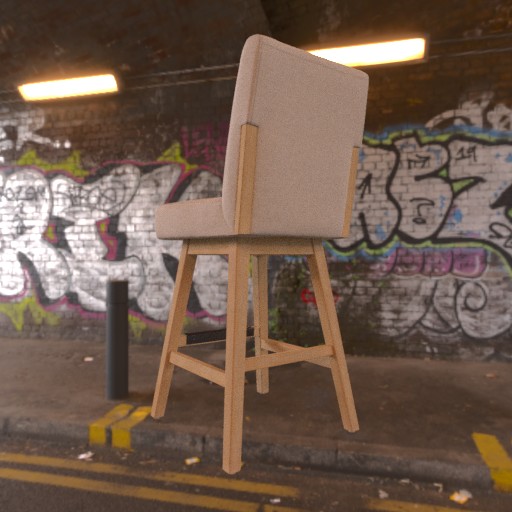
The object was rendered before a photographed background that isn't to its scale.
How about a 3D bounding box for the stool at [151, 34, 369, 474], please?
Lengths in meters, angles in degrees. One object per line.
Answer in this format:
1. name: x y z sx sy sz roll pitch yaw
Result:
1. stool: 0.000 0.000 1.313 0.446 1.015 0.543 0 0 -36
